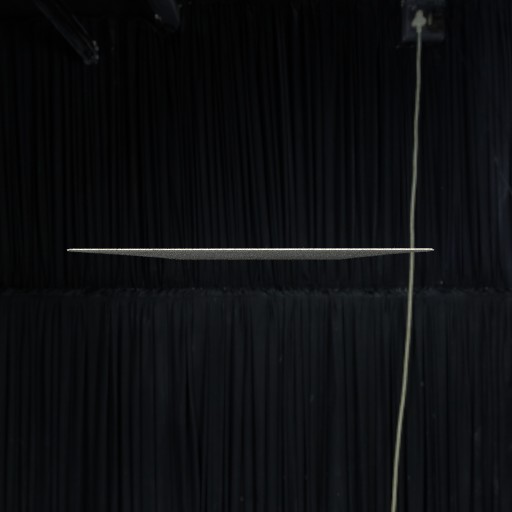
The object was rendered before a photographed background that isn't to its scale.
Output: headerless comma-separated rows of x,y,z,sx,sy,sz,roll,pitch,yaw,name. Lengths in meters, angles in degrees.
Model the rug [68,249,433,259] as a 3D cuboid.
0.000,0.000,3.049,1.529,0.012,2.435,0,-1,2,rug
